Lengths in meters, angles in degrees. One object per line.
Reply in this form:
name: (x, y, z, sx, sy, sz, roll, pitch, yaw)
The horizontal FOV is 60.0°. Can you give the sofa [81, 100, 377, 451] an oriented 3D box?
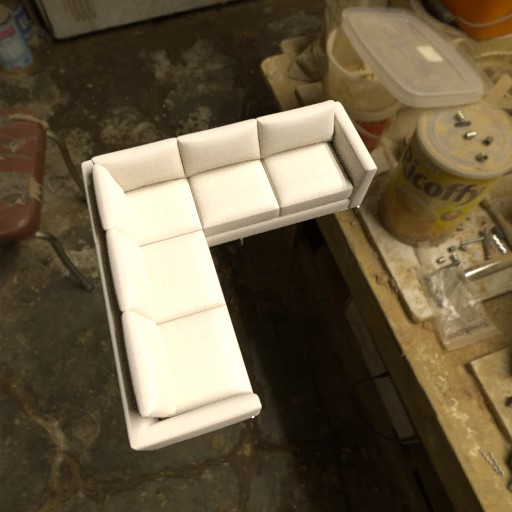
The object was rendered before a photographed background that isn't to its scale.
sofa: (0.000, 0.000, 3.713, 2.448, 0.867, 2.430, -16, 64, -8)
